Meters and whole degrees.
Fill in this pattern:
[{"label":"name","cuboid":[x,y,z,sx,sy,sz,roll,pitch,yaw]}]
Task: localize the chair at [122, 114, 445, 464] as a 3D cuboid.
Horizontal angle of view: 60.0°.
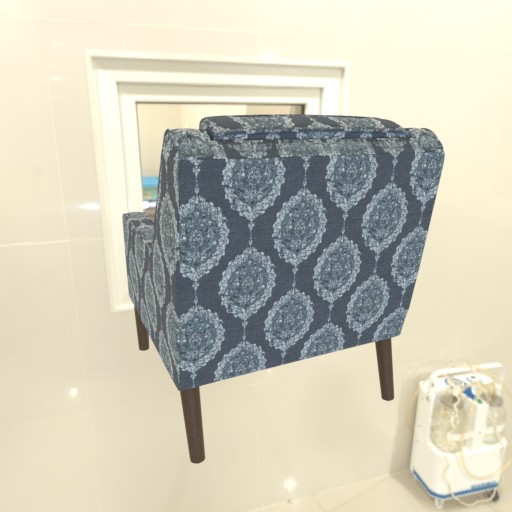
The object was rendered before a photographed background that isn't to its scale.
[{"label":"chair","cuboid":[0.000,0.000,1.319,0.663,0.792,0.743,-8,18,-24]}]
